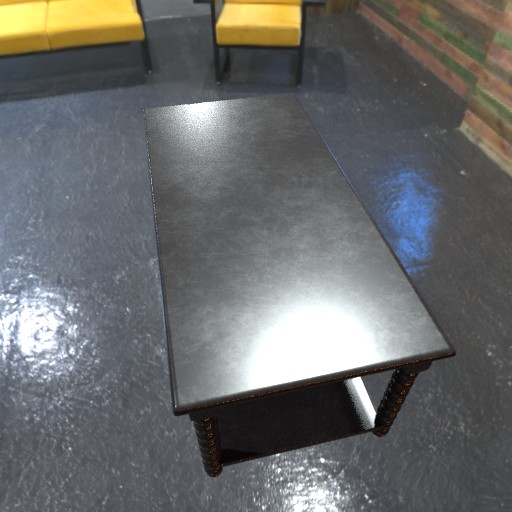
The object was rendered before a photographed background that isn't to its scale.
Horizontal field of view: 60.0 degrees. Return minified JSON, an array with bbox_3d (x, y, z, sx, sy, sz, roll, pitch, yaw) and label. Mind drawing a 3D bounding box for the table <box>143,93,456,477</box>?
[{"bbox_3d":[0.000,0.000,1.420,0.580,0.487,1.171,-9,46,-9],"label":"table"}]
